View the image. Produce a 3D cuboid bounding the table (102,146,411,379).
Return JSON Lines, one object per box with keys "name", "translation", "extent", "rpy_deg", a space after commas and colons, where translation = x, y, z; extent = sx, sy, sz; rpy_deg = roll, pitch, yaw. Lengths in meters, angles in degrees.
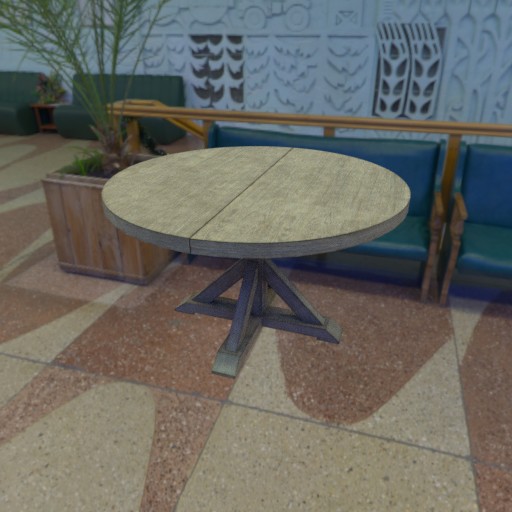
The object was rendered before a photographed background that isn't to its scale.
{"name": "table", "translation": [0.000, 0.000, 2.216], "extent": [1.363, 0.781, 1.363], "rpy_deg": [0, 27, 0]}
